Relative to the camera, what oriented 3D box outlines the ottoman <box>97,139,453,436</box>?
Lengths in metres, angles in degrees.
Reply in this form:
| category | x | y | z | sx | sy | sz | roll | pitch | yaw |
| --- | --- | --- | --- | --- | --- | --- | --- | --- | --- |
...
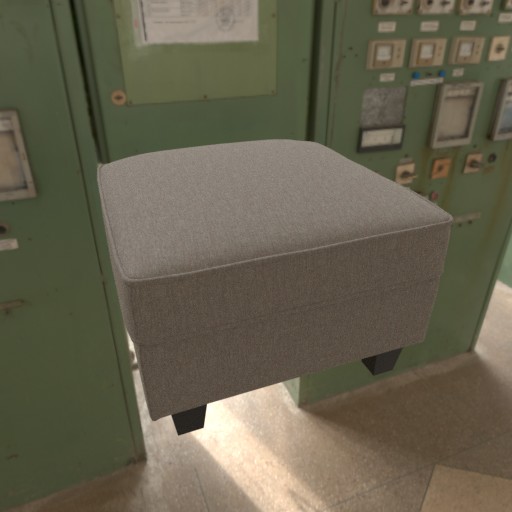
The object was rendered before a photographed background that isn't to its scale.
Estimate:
| category | x | y | z | sx | sy | sz | roll | pitch | yaw |
| --- | --- | --- | --- | --- | --- | --- | --- | --- | --- |
| ottoman | 0.000 | 0.000 | 1.412 | 0.871 | 0.612 | 0.808 | -11 | 31 | -18 |
